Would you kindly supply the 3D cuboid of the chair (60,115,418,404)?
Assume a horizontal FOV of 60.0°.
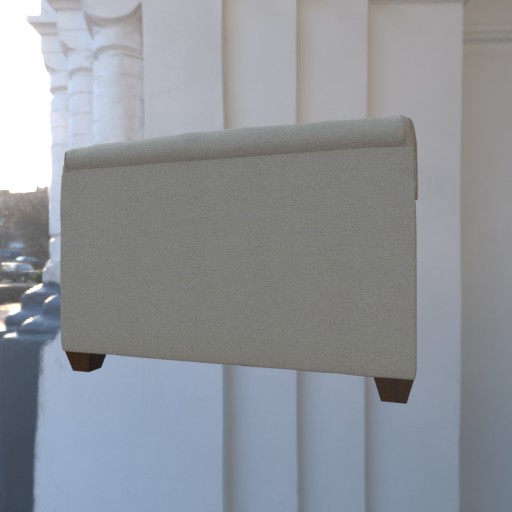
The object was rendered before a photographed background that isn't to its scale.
[{"bbox_3d":[0.000,0.000,2.043,1.383,0.948,1.000,0,0,19],"label":"chair"}]
